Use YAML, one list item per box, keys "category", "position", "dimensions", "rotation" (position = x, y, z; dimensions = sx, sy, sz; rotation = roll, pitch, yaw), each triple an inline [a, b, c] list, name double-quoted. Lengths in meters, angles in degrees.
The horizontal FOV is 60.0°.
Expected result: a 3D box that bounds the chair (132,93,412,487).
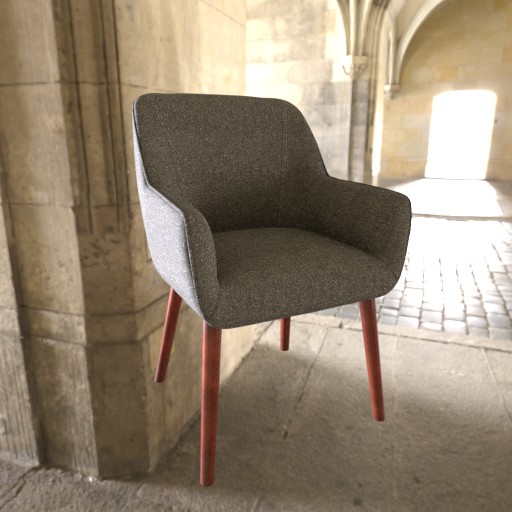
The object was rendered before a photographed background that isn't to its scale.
- category: "chair"
  position: [0.000, 0.000, 1.120]
  dimensions: [0.543, 0.803, 0.519]
  rotation: [-8, 17, -26]
